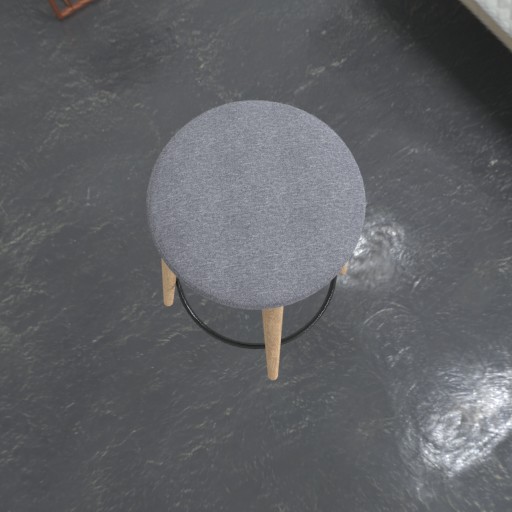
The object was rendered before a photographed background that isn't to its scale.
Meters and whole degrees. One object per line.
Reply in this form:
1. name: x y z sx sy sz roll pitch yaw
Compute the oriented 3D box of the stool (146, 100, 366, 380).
1. stool: 0.000 0.000 0.988 0.410 0.770 0.410 34 79 8
